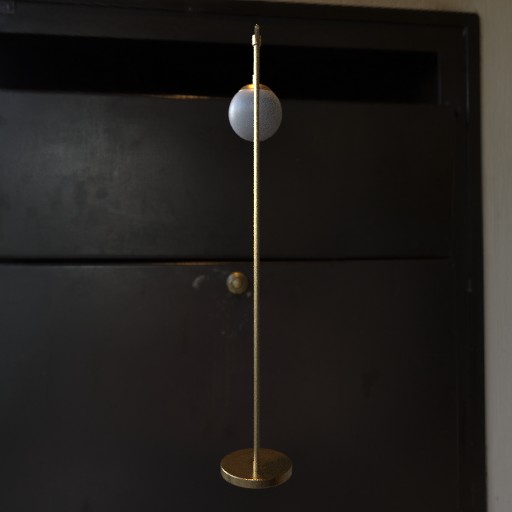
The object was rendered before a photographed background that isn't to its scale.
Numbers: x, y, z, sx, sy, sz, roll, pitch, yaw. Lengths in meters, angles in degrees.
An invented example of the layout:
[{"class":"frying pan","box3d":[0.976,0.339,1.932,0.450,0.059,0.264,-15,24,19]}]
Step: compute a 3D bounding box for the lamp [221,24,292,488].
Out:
[{"class":"lamp","box3d":[0.000,0.000,1.656,0.249,1.505,0.476,0,-1,-1]}]
